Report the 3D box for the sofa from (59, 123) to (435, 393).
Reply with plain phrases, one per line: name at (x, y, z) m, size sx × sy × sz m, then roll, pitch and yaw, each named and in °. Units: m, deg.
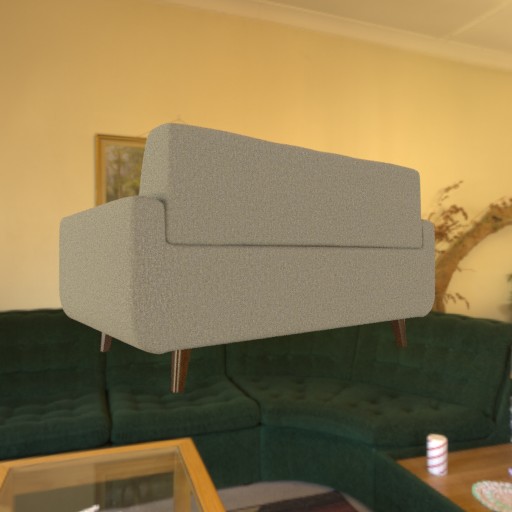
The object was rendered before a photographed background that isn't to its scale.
sofa at (0.000, 0.000, 2.216) m, size 1.651 × 0.925 × 0.952 m, roll 0°, pitch 0°, yaw -36°
